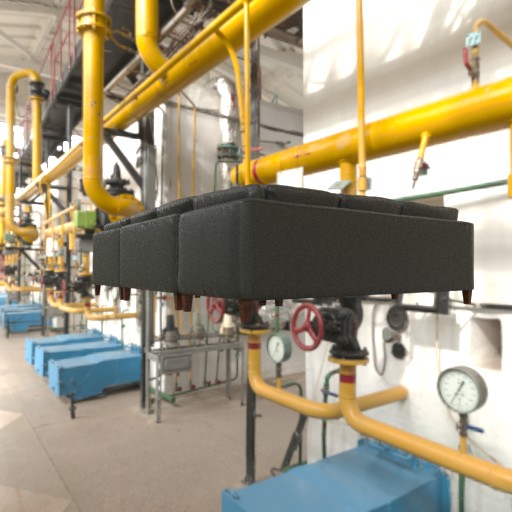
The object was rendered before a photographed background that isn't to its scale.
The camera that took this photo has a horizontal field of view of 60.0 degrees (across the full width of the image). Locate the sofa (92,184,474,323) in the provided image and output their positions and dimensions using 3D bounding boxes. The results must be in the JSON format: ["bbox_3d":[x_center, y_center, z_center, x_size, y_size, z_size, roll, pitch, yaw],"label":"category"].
[{"bbox_3d":[0.000,0.000,4.761,2.593,0.923,3.460,1,-2,-34],"label":"sofa"}]
